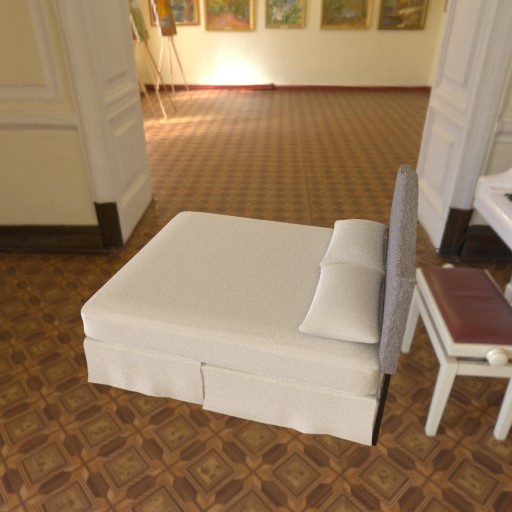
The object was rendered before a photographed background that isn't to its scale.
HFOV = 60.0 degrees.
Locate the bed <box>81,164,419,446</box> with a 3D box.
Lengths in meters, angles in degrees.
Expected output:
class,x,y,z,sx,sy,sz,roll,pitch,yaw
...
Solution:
class,x,y,z,sx,sy,sz,roll,pitch,yaw
bed,0.000,0.000,2.998,1.870,1.295,1.610,8,31,14
